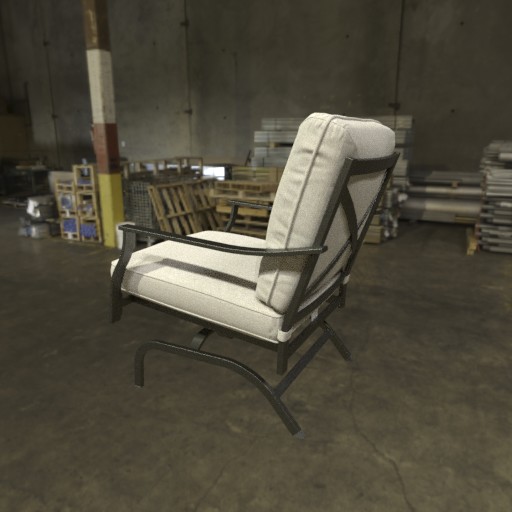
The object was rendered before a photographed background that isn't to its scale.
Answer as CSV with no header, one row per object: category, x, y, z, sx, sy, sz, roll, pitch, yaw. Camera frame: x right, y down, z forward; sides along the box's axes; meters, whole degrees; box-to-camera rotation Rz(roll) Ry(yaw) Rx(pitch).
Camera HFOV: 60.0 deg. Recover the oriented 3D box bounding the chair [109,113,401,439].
chair,0.000,0.000,1.456,0.787,0.860,0.650,7,16,26
